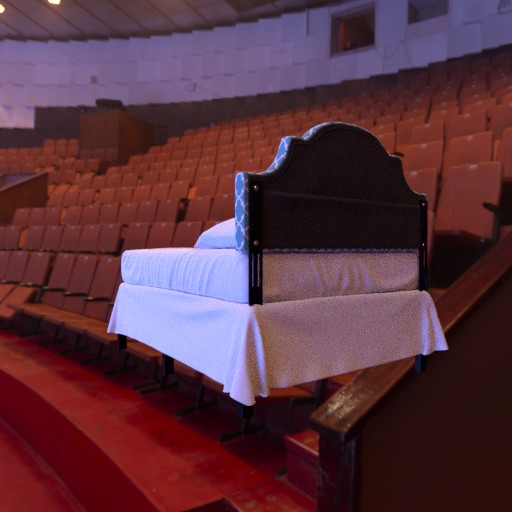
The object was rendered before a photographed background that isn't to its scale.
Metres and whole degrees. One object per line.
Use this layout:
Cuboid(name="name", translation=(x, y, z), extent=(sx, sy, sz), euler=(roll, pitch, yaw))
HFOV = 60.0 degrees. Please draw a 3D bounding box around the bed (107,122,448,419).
Cuboid(name="bed", translation=(0.000, 0.000, 3.488), extent=(1.780, 1.633, 2.222), euler=(0, 1, -35))
